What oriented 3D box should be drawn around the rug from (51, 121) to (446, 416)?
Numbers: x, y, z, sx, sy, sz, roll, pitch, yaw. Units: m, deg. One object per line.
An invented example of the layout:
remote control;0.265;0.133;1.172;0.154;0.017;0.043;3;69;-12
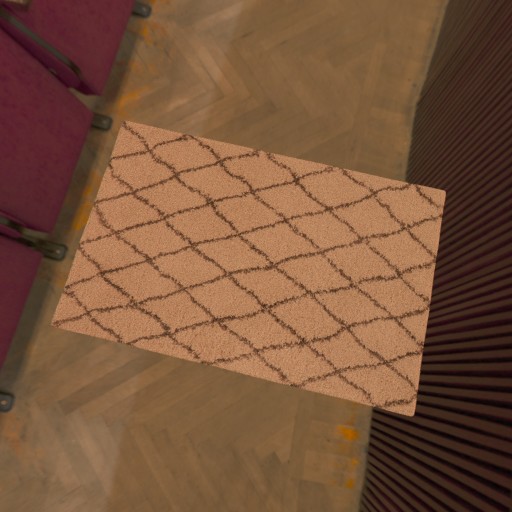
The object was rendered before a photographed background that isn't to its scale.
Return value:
rug;0.000;0.000;3.460;2.743;0.030;1.778;13;76;3
